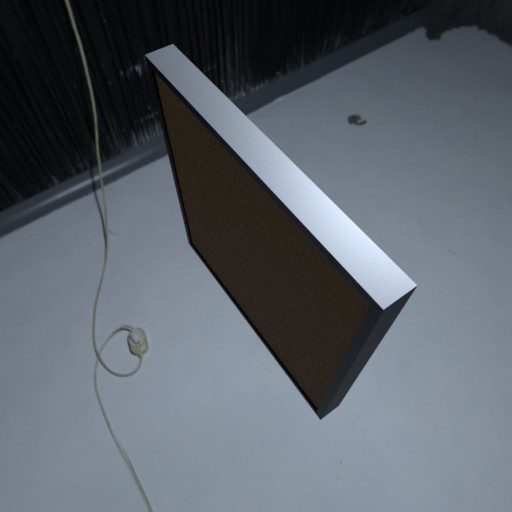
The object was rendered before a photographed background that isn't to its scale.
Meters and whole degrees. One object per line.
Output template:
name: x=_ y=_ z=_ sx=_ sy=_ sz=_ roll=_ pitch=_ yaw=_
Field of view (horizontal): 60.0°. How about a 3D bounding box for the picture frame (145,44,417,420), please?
picture frame: x=0.000 y=0.000 z=0.482 sx=0.030 sy=0.317 sz=0.317 roll=-31 pitch=63 yaw=-18
